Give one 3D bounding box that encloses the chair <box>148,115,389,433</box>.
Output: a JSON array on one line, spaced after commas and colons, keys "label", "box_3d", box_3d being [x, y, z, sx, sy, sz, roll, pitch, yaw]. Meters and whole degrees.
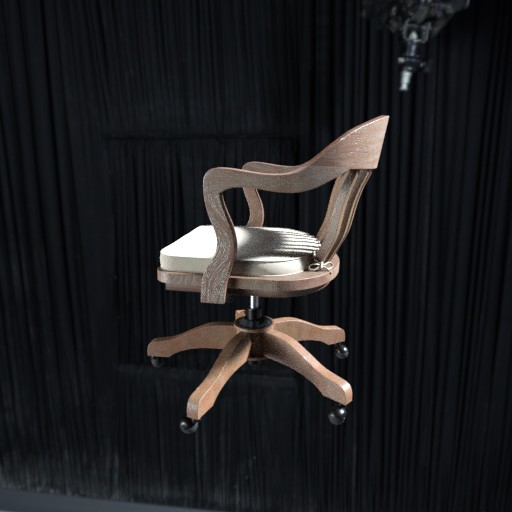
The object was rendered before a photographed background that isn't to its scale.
[{"label": "chair", "box_3d": [0.000, 0.000, 1.469, 0.788, 0.878, 0.750, 2, 14, 8]}]
